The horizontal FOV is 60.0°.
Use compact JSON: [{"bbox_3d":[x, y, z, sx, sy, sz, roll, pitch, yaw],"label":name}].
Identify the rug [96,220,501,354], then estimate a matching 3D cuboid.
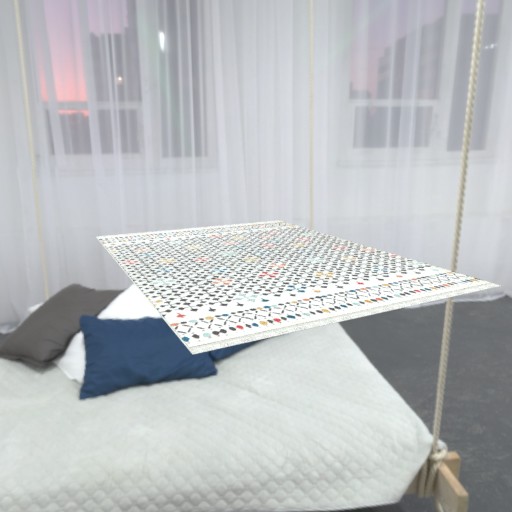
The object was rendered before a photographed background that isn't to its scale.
[{"bbox_3d":[0.000,0.000,4.068,2.354,0.007,3.196,-7,16,-26],"label":"rug"}]
